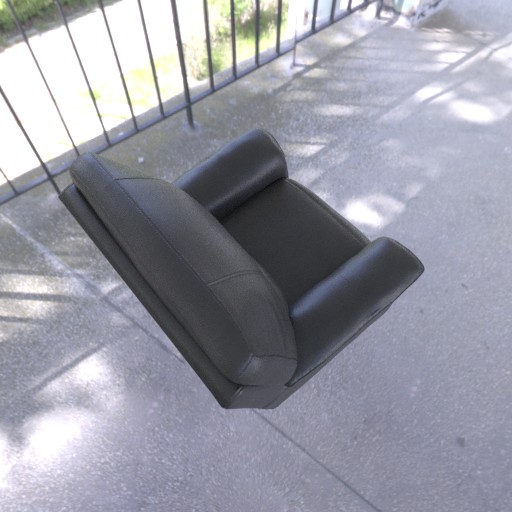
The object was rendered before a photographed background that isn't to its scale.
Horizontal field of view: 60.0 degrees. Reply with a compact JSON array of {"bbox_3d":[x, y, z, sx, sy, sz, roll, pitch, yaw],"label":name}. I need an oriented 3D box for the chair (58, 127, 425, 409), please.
[{"bbox_3d":[0.000,0.000,1.942,1.087,1.109,1.096,-36,65,-20],"label":"chair"}]
